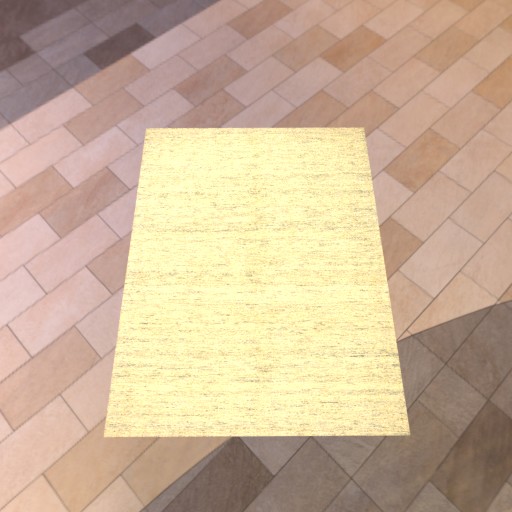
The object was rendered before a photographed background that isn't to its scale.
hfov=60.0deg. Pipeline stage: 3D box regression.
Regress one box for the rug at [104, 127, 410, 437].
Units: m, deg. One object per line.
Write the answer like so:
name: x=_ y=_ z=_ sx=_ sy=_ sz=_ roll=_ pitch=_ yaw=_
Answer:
rug: x=0.000 y=0.000 z=4.235 sx=2.437 sy=0.014 sz=3.201 roll=0 pitch=63 yaw=0
